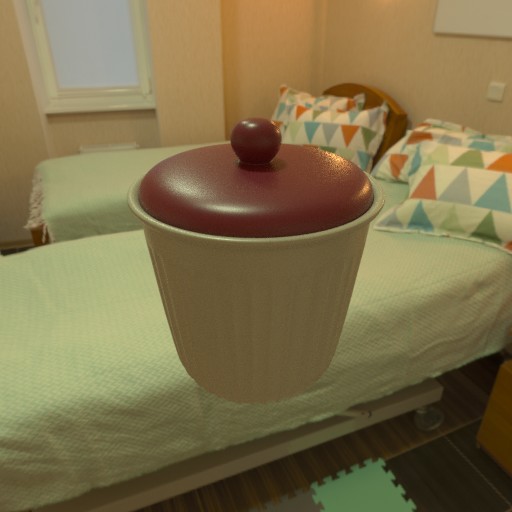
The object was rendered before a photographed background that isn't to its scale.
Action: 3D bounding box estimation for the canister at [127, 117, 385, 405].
[{"bbox_3d":[0.000,0.000,0.348,0.181,0.211,0.181,0,29,0],"label":"canister"}]
